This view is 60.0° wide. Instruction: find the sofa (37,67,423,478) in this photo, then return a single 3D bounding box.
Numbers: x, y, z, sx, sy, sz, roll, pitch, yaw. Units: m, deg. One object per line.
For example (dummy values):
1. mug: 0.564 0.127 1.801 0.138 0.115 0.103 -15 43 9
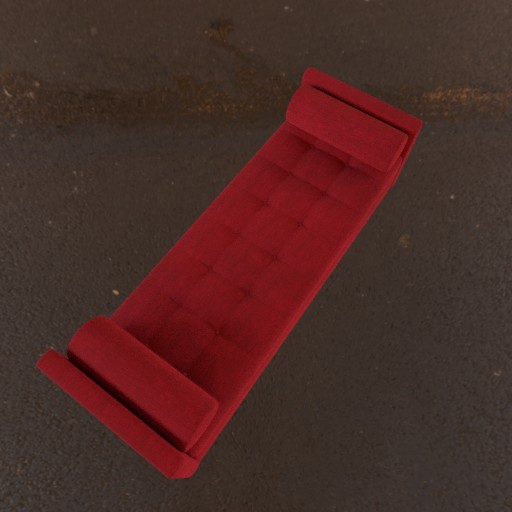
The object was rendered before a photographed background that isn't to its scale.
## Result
1. sofa: 0.000 0.000 2.230 0.686 0.635 1.981 32 68 15
